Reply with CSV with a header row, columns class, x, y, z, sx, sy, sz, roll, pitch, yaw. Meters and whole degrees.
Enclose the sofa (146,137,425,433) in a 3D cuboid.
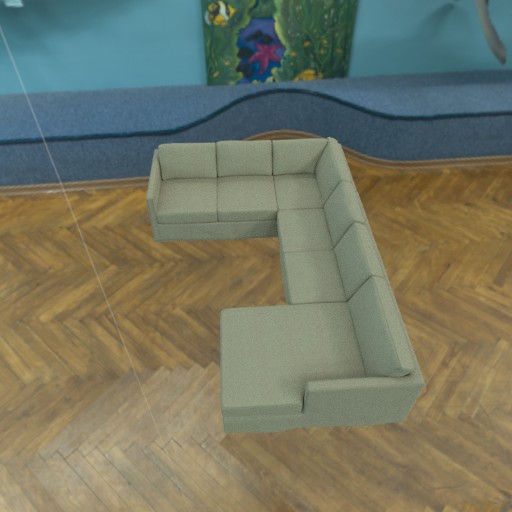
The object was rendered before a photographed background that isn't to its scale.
class,x,y,z,sx,sy,sz,roll,pitch,yaw
sofa,0.000,0.000,4.725,2.427,0.882,3.460,-3,46,-2
